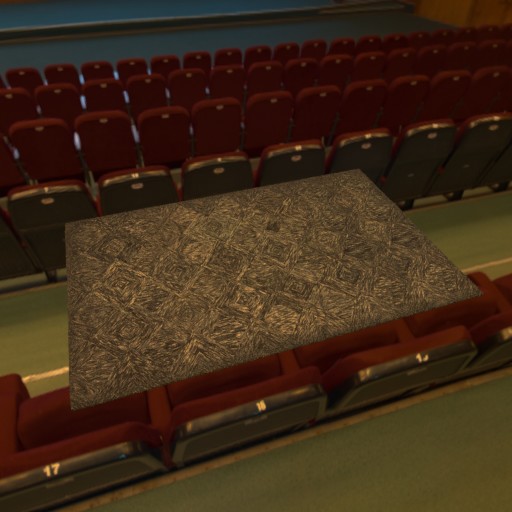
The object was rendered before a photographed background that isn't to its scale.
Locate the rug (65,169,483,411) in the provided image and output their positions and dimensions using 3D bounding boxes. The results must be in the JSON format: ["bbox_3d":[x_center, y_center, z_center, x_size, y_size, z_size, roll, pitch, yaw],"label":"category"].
[{"bbox_3d":[0.000,0.000,2.156,1.754,0.010,1.139,-13,43,-14],"label":"rug"}]
